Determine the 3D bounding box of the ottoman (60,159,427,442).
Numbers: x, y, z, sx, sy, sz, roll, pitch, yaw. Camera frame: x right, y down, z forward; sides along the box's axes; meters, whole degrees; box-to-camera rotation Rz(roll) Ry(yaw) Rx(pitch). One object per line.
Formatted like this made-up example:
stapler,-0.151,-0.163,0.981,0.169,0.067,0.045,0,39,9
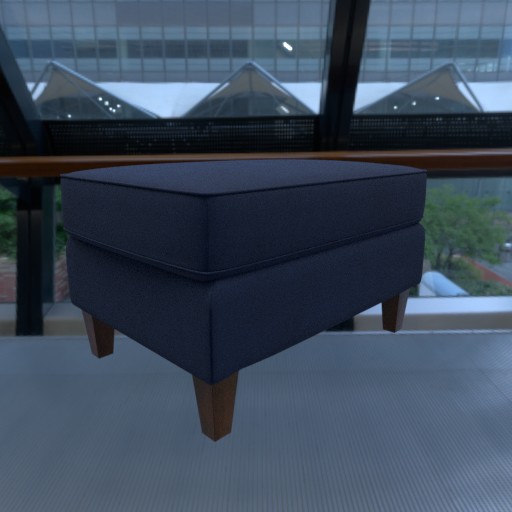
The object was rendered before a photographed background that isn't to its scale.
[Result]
ottoman,0.000,0.000,1.403,0.686,0.584,0.965,14,20,43
